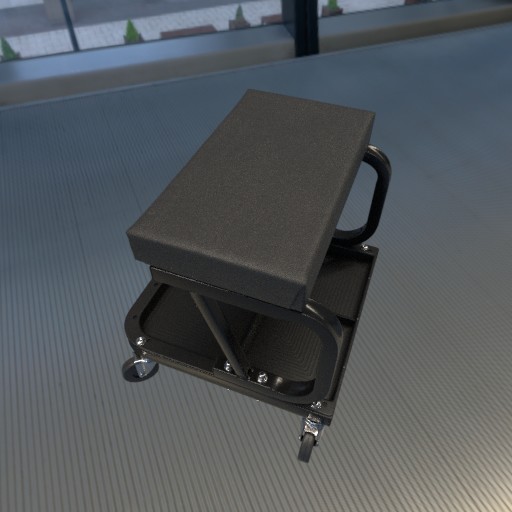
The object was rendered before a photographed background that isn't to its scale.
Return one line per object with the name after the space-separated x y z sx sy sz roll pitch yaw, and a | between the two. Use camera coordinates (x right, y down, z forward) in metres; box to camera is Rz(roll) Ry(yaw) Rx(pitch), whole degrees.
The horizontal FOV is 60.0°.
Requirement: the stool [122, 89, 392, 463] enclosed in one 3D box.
0.000 0.000 0.724 0.371 0.380 0.446 16 49 14 | stool
